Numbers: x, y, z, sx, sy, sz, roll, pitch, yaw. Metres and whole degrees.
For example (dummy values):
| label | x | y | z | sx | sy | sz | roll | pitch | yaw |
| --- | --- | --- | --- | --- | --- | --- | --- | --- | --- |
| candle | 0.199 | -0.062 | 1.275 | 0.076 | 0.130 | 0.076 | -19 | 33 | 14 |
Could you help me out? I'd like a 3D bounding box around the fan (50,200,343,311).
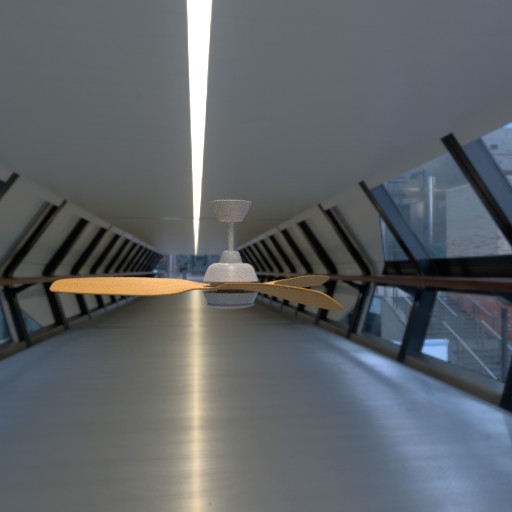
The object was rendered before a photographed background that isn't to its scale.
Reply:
| label | x | y | z | sx | sy | sz | roll | pitch | yaw |
| --- | --- | --- | --- | --- | --- | --- | --- | --- | --- |
| fan | 0.000 | 0.000 | 1.624 | 1.142 | 0.355 | 1.010 | -1 | -1 | 37 |
